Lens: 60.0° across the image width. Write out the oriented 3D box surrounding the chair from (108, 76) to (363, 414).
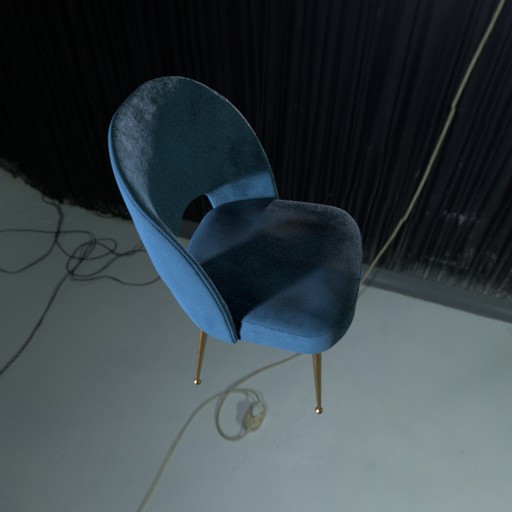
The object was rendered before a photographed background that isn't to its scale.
[{"bbox_3d":[0.000,0.000,1.226,0.577,0.860,0.527,10,47,10],"label":"chair"}]
